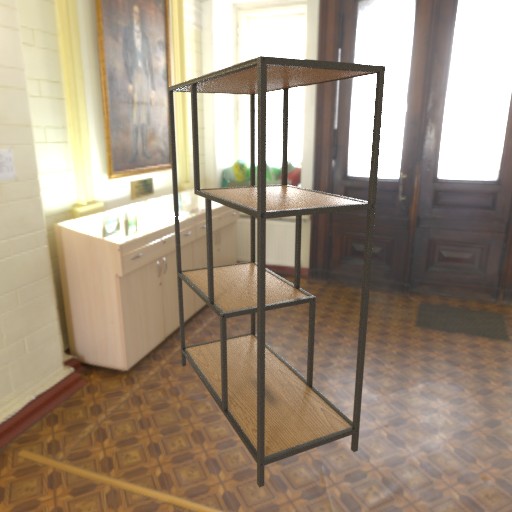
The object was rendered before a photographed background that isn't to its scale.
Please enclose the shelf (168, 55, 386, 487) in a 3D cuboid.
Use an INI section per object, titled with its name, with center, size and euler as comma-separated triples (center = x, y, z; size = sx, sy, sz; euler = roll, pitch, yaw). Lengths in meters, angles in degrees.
[shelf]
center = 0.000, 0.000, 1.521
size = 0.350, 1.138, 0.770
euler = -7, 17, -25
